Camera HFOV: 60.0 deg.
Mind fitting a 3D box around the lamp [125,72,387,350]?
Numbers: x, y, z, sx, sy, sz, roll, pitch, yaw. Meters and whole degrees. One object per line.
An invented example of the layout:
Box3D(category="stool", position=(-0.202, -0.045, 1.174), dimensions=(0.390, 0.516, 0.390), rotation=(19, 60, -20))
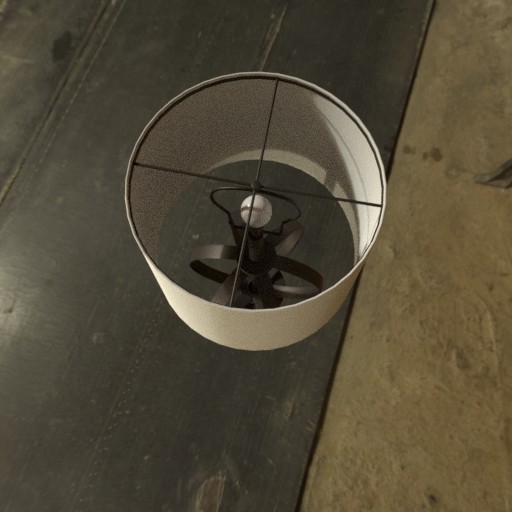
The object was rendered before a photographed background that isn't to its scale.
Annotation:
Box3D(category="lamp", position=(0.000, 0.000, 0.671), dimensions=(0.286, 0.510, 0.286), rotation=(0, 74, 0))
